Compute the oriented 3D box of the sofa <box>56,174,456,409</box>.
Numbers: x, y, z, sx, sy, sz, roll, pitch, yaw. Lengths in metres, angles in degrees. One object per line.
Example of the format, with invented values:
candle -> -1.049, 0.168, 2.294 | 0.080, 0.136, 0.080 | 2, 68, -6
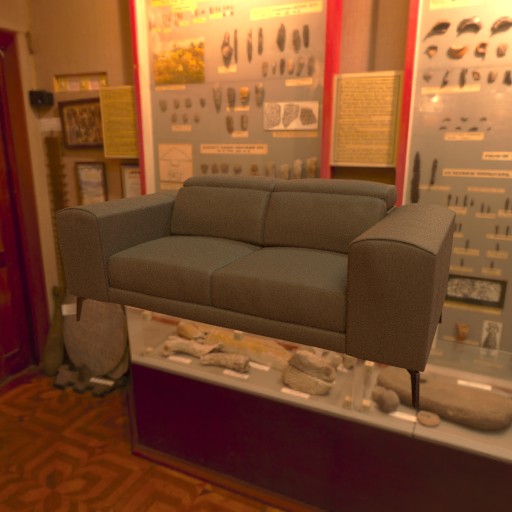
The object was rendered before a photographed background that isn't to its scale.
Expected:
sofa -> 0.000, 0.000, 2.380 | 1.895, 0.779, 1.003 | 8, 17, 26
